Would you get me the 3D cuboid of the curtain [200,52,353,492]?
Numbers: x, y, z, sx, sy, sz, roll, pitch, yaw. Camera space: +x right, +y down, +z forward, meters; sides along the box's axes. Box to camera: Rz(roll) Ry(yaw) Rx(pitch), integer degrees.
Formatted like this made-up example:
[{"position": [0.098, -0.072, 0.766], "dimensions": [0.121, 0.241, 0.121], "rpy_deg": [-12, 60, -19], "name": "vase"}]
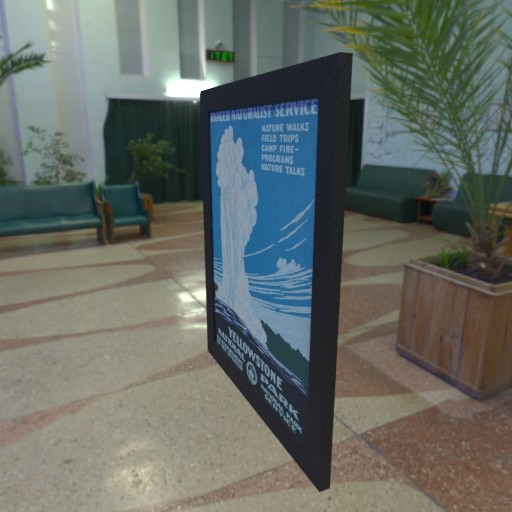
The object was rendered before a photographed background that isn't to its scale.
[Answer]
[{"position": [0.000, 0.000, 0.779], "dimensions": [0.027, 0.585, 0.483], "rpy_deg": [-7, 17, -24], "name": "curtain"}]
